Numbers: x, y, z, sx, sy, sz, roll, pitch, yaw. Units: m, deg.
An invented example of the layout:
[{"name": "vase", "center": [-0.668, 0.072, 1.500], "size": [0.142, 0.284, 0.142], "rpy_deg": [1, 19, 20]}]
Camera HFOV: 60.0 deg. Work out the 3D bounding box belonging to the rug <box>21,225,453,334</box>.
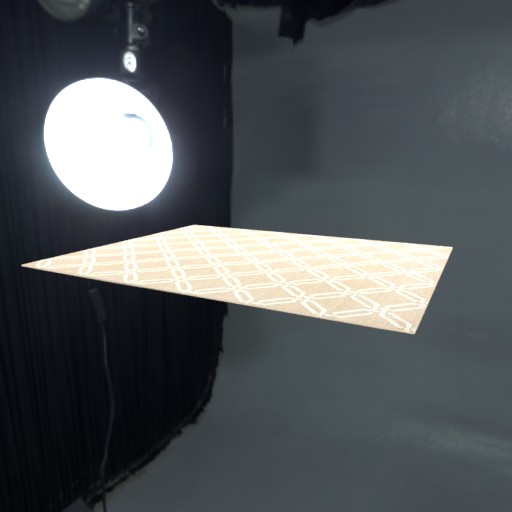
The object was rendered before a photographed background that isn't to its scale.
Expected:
[{"name": "rug", "center": [0.000, 0.000, 3.747], "size": [2.895, 0.018, 2.288], "rpy_deg": [7, 14, 27]}]
